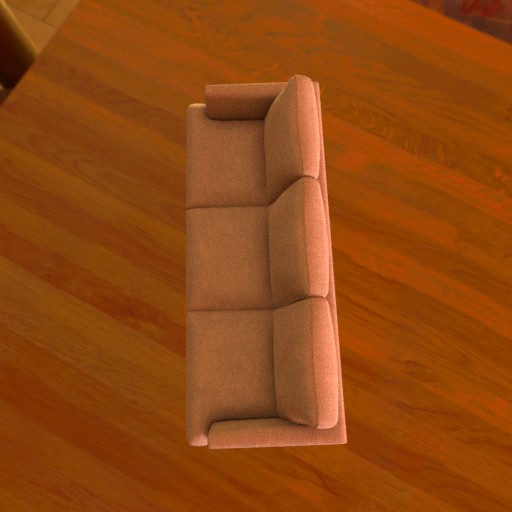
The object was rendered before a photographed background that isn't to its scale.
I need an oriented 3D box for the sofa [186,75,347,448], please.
[{"bbox_3d":[0.000,0.000,2.829,0.903,0.930,2.246,-2,76,0],"label":"sofa"}]
